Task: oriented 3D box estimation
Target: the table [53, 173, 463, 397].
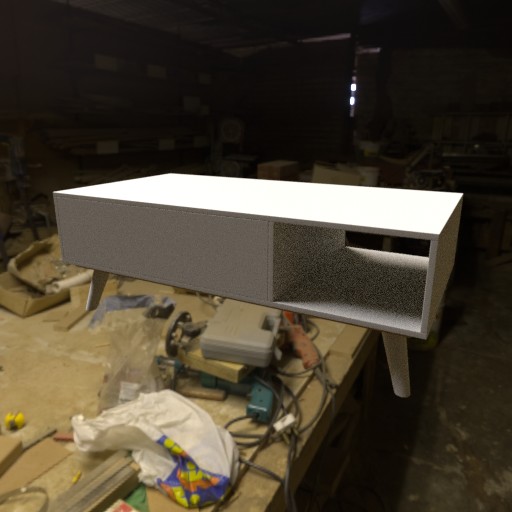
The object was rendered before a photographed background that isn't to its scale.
[{"bbox_3d":[0.000,0.000,1.509,1.194,0.432,0.609,9,19,27],"label":"table"}]
